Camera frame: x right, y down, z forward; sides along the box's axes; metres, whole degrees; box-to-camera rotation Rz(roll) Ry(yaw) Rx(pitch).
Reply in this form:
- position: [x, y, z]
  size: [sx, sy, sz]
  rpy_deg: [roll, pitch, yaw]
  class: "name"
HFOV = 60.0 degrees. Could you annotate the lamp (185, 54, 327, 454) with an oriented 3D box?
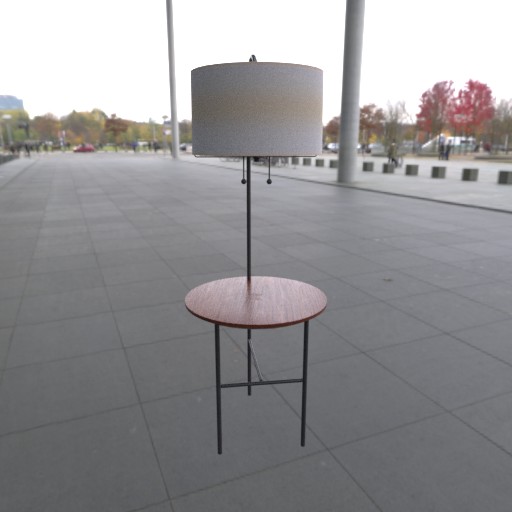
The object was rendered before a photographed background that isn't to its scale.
- position: [0.000, 0.000, 1.762]
  size: [0.573, 1.517, 0.573]
  rpy_deg: [0, 14, 0]
  class: "lamp"
